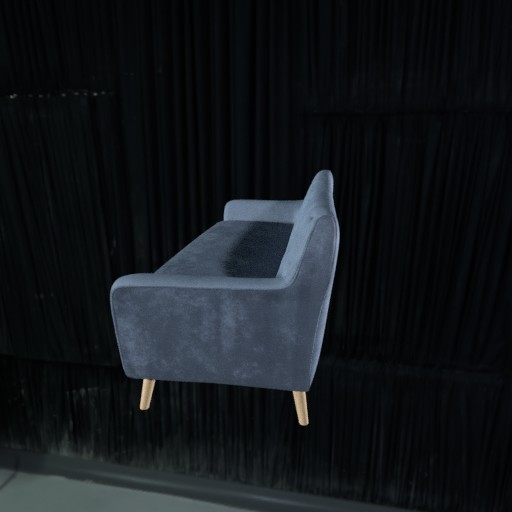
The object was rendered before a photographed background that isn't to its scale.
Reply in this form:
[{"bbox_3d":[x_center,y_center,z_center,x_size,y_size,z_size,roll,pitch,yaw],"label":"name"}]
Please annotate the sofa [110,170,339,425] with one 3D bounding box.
[{"bbox_3d":[0.000,0.000,2.476,0.841,0.832,1.975,2,16,8],"label":"sofa"}]
